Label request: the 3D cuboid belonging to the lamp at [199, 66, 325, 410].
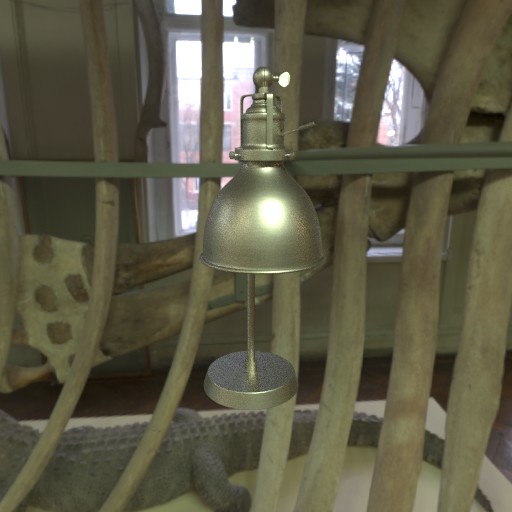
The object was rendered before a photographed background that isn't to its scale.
[{"bbox_3d":[0.000,0.000,0.601,0.153,0.456,0.286,-2,14,-7],"label":"lamp"}]
